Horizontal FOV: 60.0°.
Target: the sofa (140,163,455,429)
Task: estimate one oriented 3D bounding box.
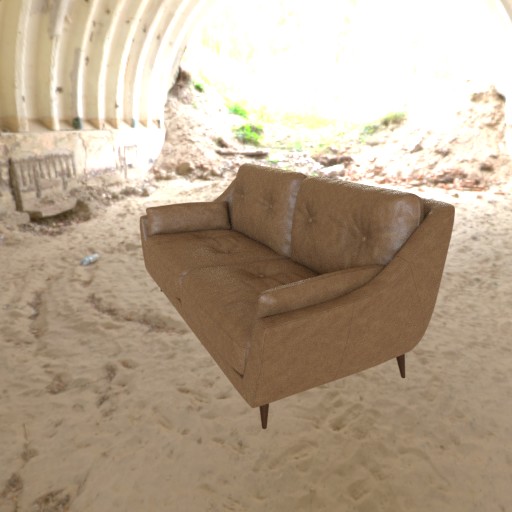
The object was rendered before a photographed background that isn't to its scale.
[{"bbox_3d":[0.000,0.000,2.360,0.904,0.839,1.902,-8,18,-24],"label":"sofa"}]
